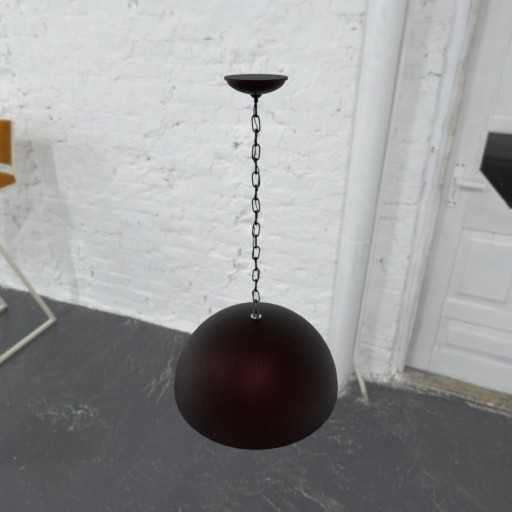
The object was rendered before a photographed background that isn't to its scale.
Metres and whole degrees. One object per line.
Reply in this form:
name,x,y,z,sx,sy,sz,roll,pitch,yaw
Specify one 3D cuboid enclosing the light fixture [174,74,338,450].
light fixture,0.000,0.000,1.155,0.492,0.869,0.492,0,27,0
